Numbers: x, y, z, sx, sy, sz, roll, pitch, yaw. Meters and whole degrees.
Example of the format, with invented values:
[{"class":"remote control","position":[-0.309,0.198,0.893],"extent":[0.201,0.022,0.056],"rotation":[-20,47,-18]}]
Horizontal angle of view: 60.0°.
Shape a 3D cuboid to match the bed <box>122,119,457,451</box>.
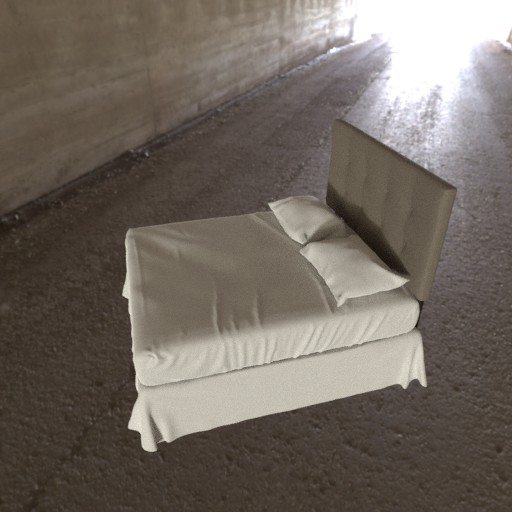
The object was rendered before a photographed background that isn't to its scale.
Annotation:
[{"class":"bed","position":[0.000,0.000,3.464],"extent":[2.222,1.577,1.936],"rotation":[-9,33,-13]}]
